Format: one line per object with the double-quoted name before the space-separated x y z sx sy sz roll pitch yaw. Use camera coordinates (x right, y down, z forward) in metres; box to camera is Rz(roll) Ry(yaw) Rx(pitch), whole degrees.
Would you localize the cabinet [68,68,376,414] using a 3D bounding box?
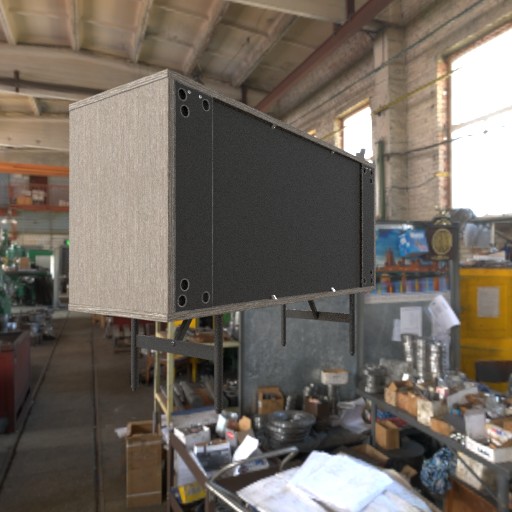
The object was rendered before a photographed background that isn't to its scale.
"cabinet" 0.000 0.000 1.537 0.405 0.787 1.194 0 0 36
